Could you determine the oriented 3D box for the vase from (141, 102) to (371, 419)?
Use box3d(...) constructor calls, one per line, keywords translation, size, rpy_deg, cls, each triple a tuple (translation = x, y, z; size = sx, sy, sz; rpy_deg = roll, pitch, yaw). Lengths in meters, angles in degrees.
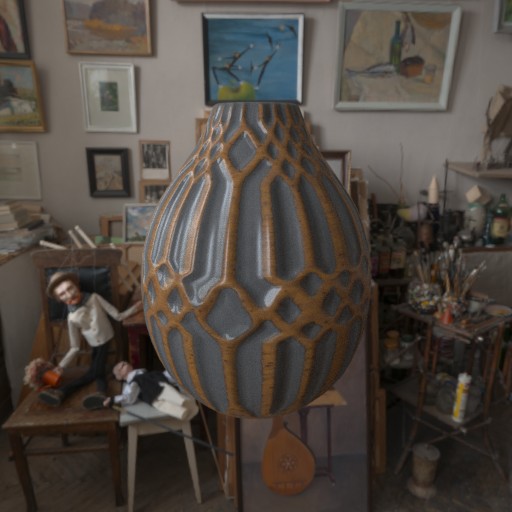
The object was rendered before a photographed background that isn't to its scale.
box3d(translation=(0.000, 0.000, 0.135), size=(0.069, 0.088, 0.069), rpy_deg=(0, 16, 0), cls="vase")
